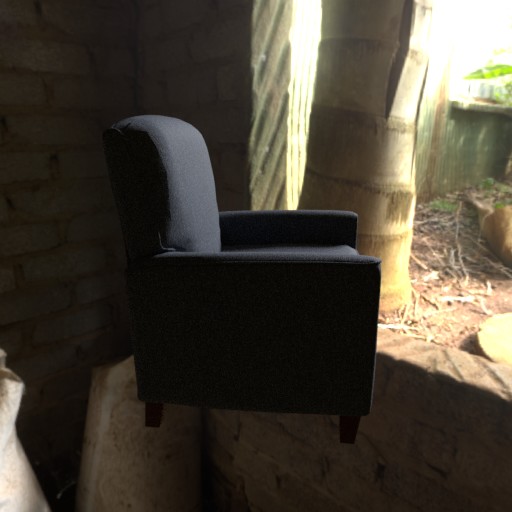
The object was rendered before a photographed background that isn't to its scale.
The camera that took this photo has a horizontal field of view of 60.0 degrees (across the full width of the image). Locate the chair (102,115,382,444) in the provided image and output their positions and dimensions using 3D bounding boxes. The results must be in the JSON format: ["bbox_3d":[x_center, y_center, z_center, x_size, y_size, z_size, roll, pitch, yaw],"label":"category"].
[{"bbox_3d":[0.000,0.000,1.675,0.850,1.016,0.839,2,16,7],"label":"chair"}]
